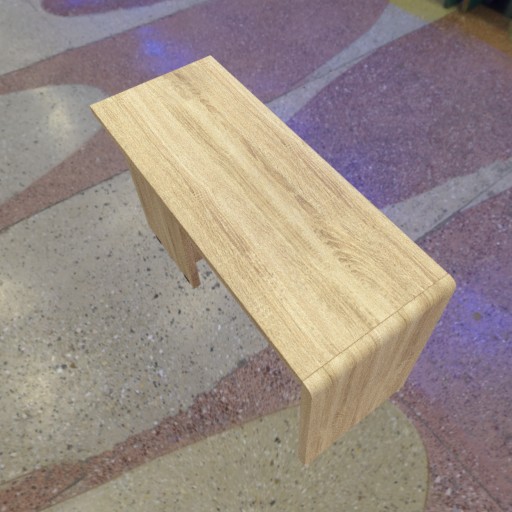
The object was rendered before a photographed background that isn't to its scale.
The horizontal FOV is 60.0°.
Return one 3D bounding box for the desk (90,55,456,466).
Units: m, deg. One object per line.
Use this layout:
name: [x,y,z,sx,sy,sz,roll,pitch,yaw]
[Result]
desk: [0.000,0.000,1.656,0.500,0.750,1.300,-31,63,-18]
